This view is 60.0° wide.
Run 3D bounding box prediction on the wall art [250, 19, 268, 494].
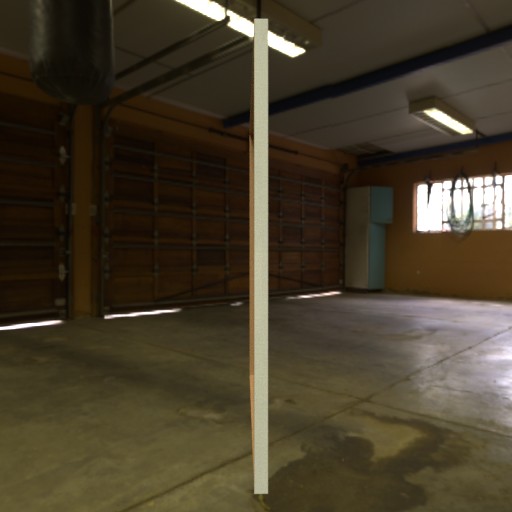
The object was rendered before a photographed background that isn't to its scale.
[{"bbox_3d":[0.000,0.000,0.966,0.021,0.710,0.609,0,0,-1],"label":"wall art"}]
